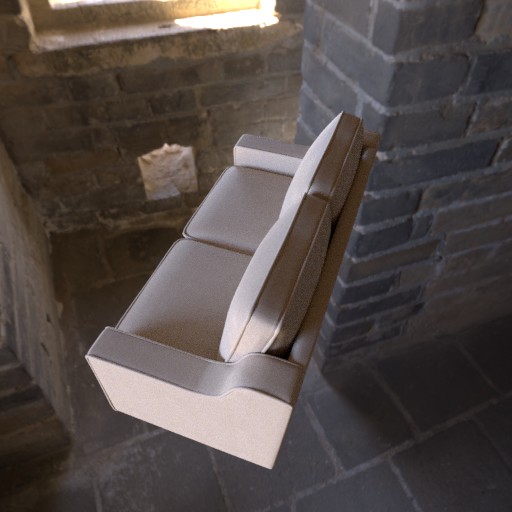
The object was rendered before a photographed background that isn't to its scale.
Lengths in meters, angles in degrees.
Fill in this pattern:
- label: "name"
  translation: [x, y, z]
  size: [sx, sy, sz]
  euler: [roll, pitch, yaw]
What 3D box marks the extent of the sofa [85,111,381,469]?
- label: "sofa"
  translation: [0.000, 0.000, 3.464]
  size: [1.351, 1.562, 2.587]
  euler: [15, 49, 14]
